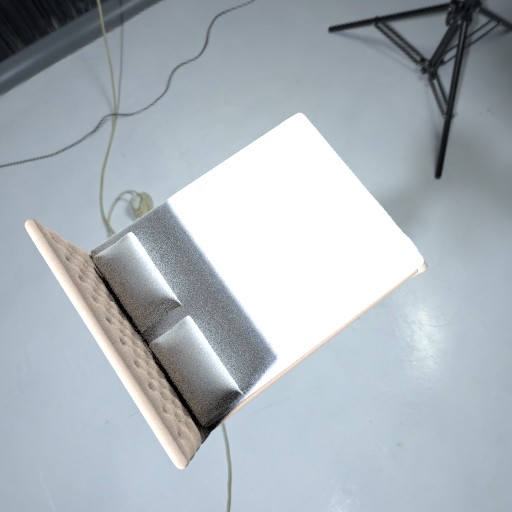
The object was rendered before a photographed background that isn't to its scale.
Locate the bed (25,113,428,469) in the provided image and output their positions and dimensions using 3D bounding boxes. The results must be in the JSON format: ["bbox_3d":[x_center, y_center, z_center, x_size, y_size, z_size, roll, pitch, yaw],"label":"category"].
[{"bbox_3d":[0.000,0.000,3.301,2.233,1.426,1.696,-35,79,-8],"label":"bed"}]
